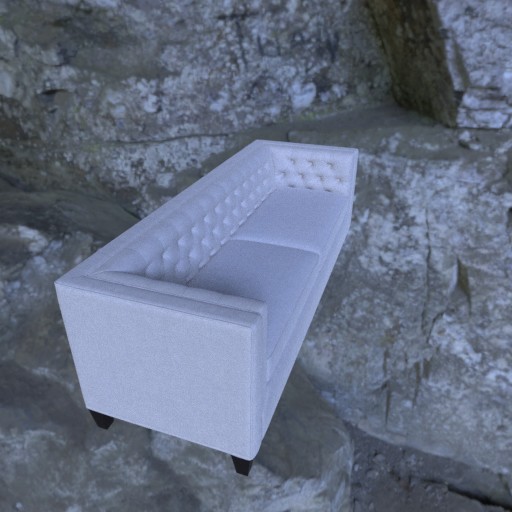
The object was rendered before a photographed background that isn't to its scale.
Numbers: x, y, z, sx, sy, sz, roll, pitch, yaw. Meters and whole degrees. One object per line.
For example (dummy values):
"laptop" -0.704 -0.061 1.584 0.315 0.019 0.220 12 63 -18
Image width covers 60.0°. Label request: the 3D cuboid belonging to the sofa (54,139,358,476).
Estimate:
"sofa" 0.000 0.000 2.529 0.775 0.762 2.159 10 30 17
